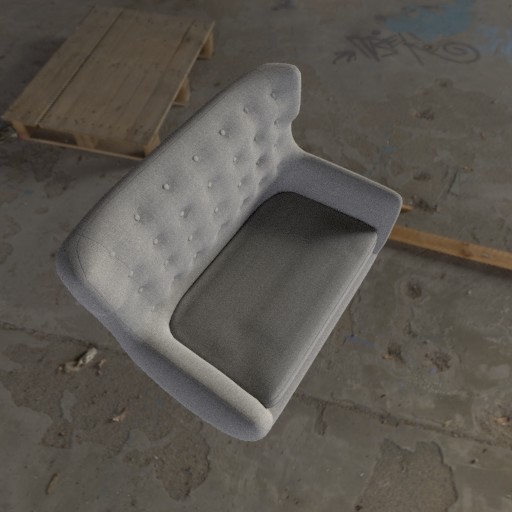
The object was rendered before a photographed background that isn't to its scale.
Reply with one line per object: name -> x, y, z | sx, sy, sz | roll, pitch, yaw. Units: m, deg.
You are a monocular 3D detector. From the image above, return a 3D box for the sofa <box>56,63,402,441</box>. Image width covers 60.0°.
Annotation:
sofa -> 0.000, 0.000, 2.015 | 0.884, 1.028, 1.386 | 29, 61, 18
